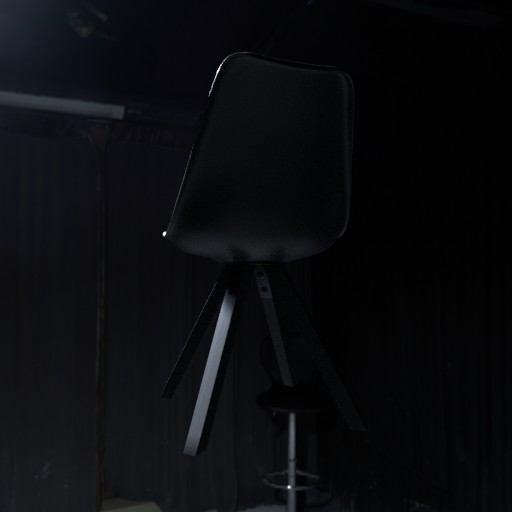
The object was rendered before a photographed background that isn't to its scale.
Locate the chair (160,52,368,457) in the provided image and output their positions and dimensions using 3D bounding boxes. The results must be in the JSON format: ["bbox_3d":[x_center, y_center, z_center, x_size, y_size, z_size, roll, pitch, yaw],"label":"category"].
[{"bbox_3d":[0.000,0.000,1.192,0.485,0.850,0.530,0,-1,-20],"label":"chair"}]
